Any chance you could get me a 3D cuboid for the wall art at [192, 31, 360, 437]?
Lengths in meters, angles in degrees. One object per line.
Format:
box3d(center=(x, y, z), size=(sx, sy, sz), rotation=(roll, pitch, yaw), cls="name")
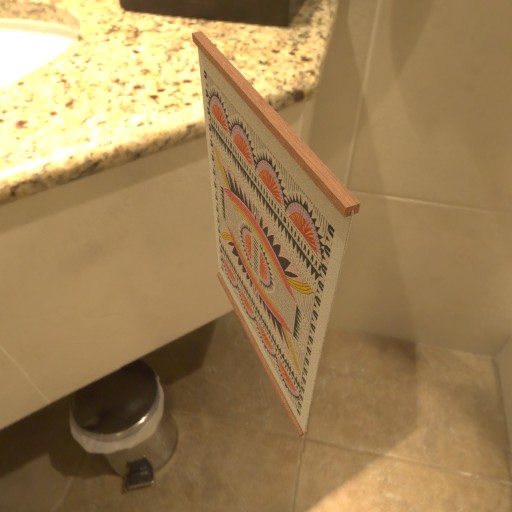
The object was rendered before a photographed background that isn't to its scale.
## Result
box3d(center=(0.000, 0.000, 1.327), size=(0.028, 1.016, 0.765), rotation=(-19, 51, -16), cls="wall art")
